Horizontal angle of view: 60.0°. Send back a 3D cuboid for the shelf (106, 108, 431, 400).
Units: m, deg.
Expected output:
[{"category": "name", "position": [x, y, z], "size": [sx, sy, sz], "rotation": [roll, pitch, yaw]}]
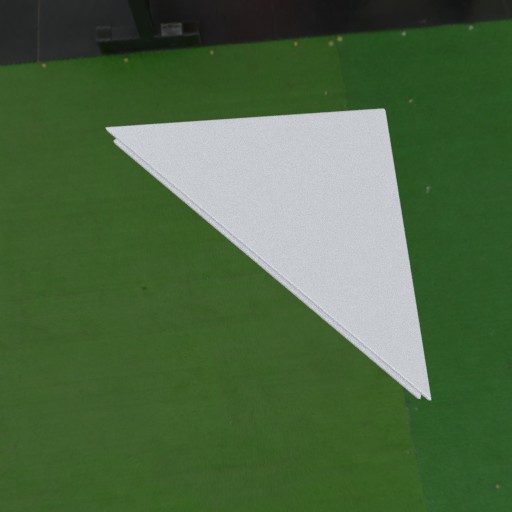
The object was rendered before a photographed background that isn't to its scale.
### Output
[{"category": "shelf", "position": [0.000, 0.000, 0.445], "size": [0.296, 0.035, 0.296], "rotation": [-4, 75, -1]}]
